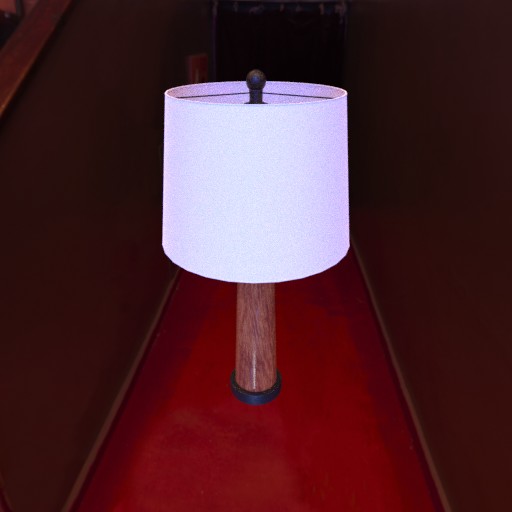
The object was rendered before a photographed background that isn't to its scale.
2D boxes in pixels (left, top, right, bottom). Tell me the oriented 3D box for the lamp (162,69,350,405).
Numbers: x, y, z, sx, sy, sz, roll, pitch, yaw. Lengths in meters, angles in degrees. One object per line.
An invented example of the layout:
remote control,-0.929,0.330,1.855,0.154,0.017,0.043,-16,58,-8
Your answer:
lamp,0.000,0.000,0.858,0.349,0.667,0.349,0,27,0
